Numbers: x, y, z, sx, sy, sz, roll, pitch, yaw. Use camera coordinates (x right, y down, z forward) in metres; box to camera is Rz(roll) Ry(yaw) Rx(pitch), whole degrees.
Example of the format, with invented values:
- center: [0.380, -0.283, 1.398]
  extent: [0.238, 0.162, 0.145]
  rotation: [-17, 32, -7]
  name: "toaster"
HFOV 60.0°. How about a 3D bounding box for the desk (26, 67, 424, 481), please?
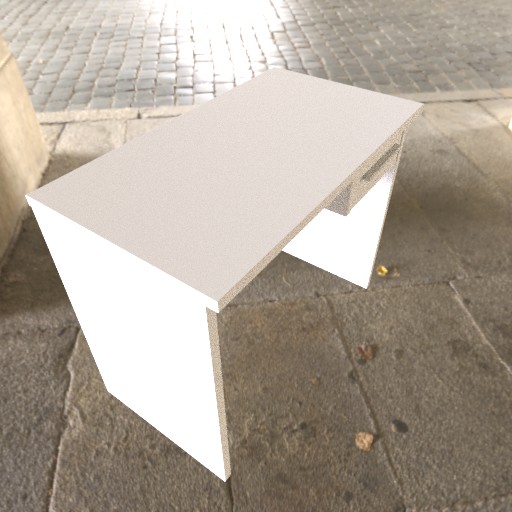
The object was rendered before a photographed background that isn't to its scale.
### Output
- center: [0.000, 0.000, 1.300]
  extent: [0.498, 0.729, 0.900]
  rotation: [26, 48, 26]
  name: "desk"
